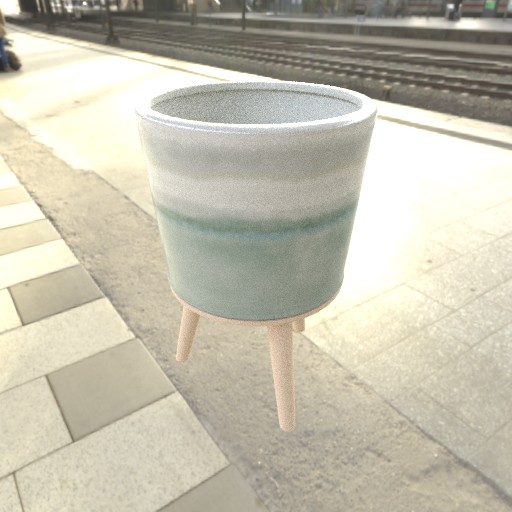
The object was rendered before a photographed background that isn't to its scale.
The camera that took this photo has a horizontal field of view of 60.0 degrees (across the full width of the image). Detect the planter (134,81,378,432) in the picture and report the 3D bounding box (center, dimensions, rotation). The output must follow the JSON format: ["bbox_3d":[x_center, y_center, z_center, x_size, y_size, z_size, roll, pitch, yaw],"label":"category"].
[{"bbox_3d":[0.000,0.000,0.593,0.265,0.404,0.265,-21,36,-32],"label":"planter"}]
